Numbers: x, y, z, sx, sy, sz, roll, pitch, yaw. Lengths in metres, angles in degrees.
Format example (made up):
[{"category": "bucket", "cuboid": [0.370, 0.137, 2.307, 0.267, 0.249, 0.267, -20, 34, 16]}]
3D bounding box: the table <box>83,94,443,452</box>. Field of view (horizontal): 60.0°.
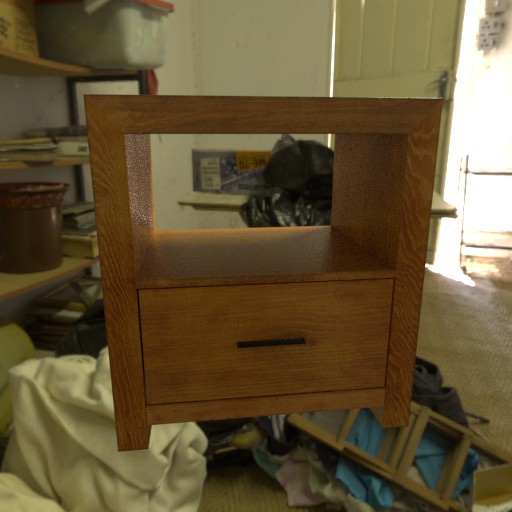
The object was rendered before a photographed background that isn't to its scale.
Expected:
[{"category": "table", "cuboid": [0.000, 0.000, 0.933, 0.550, 0.605, 0.400, -2, 15, -7]}]
